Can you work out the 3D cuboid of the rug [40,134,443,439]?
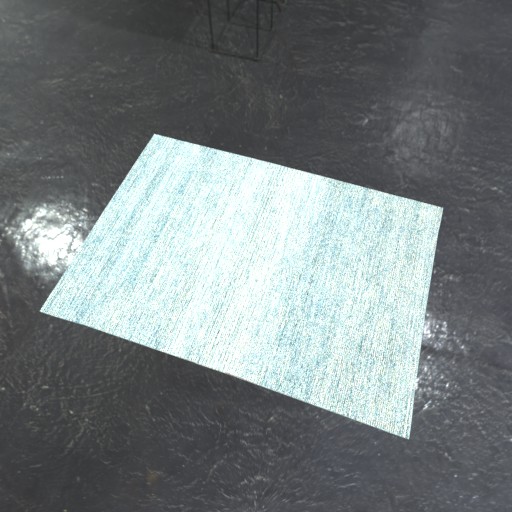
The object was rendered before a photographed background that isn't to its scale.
[{"bbox_3d":[0.000,0.000,2.915,2.260,0.026,1.611,17,60,10],"label":"rug"}]
